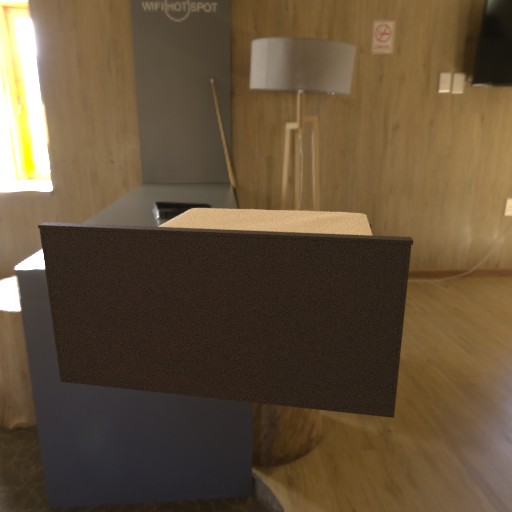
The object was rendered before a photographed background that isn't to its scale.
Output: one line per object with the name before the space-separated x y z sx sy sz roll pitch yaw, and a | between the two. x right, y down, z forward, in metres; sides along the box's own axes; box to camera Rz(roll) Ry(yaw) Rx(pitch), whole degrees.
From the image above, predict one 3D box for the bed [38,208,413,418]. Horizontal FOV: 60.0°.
bed | 0.000 0.000 2.980 1.634 0.808 2.103 3 16 10
